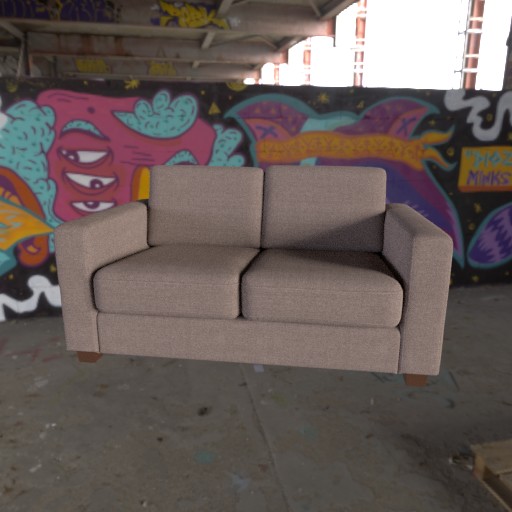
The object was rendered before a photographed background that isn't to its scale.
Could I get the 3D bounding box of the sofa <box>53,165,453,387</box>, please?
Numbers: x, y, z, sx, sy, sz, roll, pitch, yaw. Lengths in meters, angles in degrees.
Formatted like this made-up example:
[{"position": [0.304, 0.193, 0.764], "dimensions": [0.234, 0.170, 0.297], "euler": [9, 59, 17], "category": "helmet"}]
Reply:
[{"position": [0.000, 0.000, 2.055], "dimensions": [1.520, 0.800, 0.900], "euler": [2, 14, 8], "category": "sofa"}]
